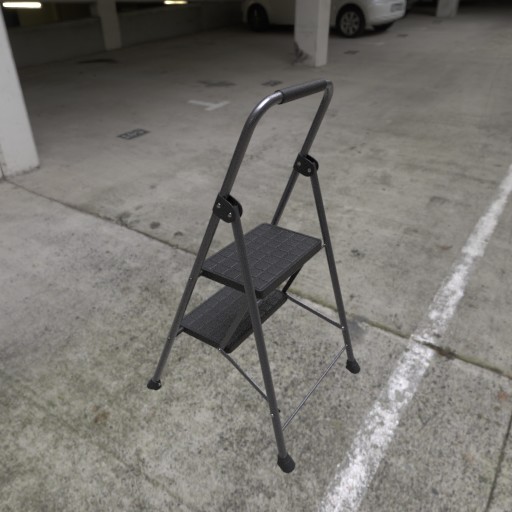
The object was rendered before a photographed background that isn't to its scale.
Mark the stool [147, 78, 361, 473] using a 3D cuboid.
[{"bbox_3d":[0.000,0.000,1.161,0.514,0.872,0.450,19,35,29],"label":"stool"}]
